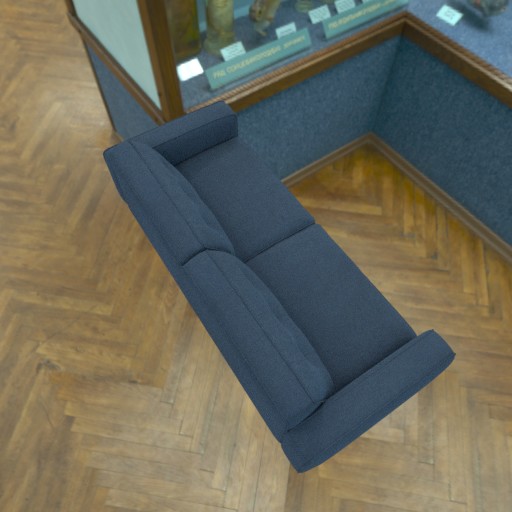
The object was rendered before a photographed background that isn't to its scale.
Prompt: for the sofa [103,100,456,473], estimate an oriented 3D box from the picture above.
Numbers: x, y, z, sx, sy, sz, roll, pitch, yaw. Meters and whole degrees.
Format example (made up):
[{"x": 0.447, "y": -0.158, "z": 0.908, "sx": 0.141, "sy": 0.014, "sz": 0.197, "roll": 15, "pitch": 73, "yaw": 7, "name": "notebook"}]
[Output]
[{"x": 0.000, "y": 0.000, "z": 2.690, "sx": 0.953, "sy": 0.782, "sz": 2.270, "roll": -29, "pitch": 63, "yaw": -17, "name": "sofa"}]
